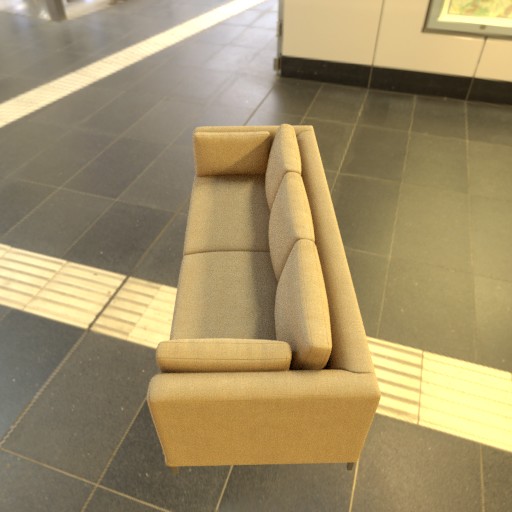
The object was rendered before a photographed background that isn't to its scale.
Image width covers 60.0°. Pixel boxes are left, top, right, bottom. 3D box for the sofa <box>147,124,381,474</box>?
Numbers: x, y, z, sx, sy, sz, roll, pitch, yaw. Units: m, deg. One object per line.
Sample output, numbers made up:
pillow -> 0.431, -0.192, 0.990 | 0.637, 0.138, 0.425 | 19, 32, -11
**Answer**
sofa -> 0.000, 0.000, 2.888 | 0.969, 0.867, 2.415 | -1, 42, -1
